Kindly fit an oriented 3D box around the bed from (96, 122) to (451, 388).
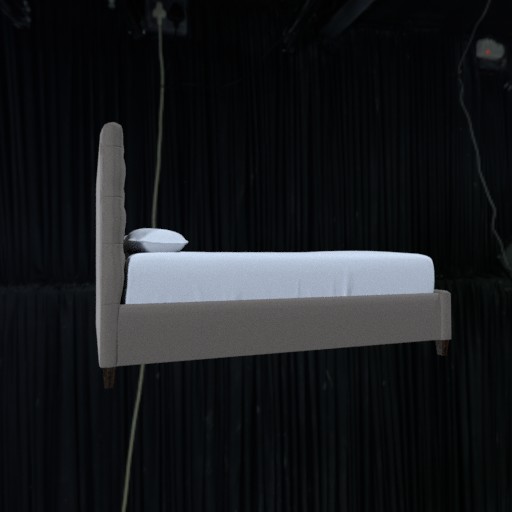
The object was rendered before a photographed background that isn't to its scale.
[{"bbox_3d":[0.000,0.000,3.543,2.387,1.427,1.698,0,0,-20],"label":"bed"}]
